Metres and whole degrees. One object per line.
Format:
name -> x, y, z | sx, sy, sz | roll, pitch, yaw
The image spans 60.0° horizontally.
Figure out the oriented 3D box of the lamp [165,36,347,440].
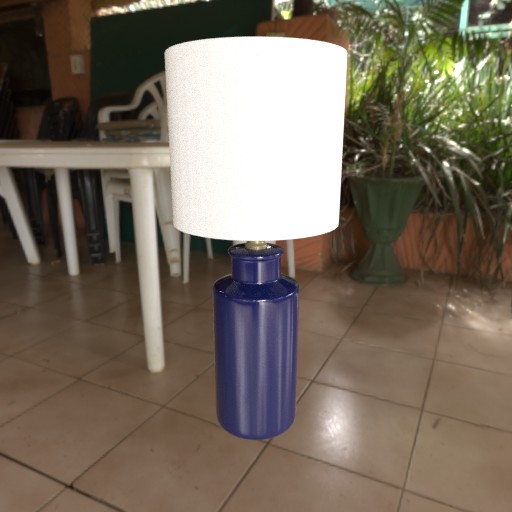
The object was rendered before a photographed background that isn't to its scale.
lamp -> 0.000, 0.000, 0.590 | 0.212, 0.493, 0.212 | 7, 17, 24
